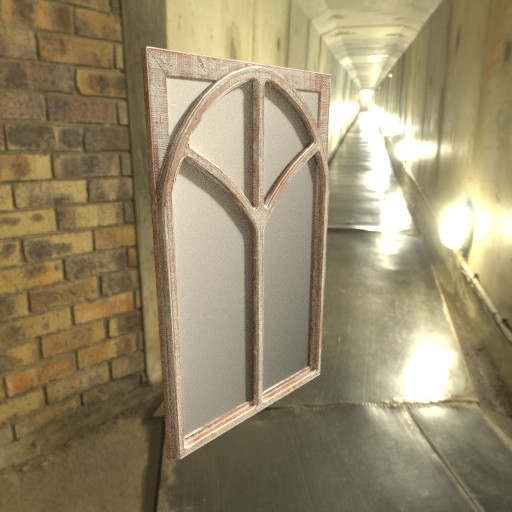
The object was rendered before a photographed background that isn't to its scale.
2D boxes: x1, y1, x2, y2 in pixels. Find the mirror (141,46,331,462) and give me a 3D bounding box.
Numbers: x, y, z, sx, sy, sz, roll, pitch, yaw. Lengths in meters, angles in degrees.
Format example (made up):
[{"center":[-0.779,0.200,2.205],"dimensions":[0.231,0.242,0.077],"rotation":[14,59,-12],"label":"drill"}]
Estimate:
[{"center":[0.000,0.000,0.976],"dimensions":[0.495,0.787,0.058],"rotation":[-15,21,-43],"label":"mirror"}]
